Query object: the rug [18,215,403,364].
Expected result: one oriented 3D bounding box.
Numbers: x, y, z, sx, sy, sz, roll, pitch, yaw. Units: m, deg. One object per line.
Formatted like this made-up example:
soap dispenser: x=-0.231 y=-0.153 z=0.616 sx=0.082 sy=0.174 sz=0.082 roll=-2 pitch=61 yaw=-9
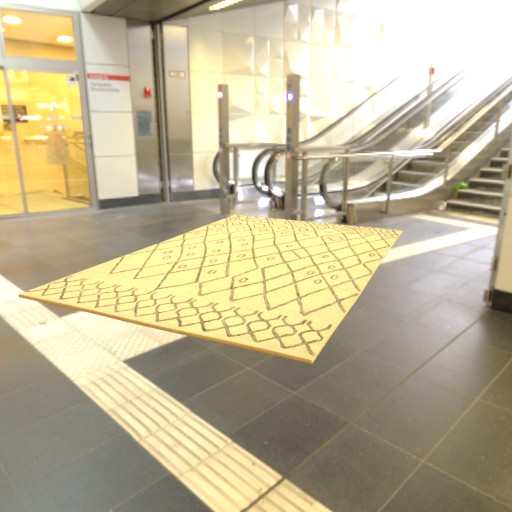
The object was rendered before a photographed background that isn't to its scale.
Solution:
rug: x=0.000 y=0.000 z=2.298 sx=1.222 sy=0.015 sz=1.828 roll=8 pitch=18 yaw=24
